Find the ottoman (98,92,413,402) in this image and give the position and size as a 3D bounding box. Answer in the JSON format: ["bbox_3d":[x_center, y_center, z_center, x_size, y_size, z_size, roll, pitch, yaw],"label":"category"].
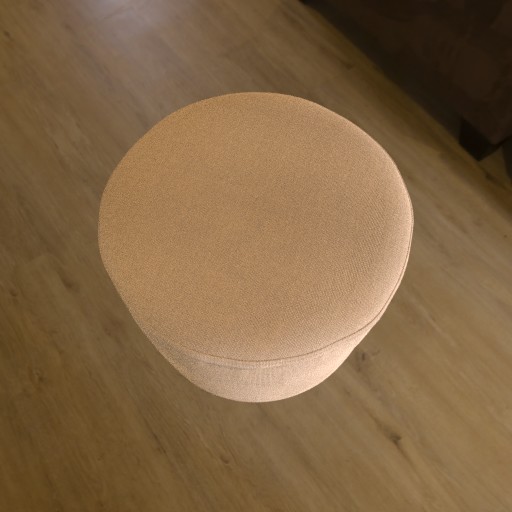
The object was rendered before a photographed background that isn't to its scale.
[{"bbox_3d":[0.000,0.000,0.849,0.497,0.409,0.497,0,64,0],"label":"ottoman"}]
